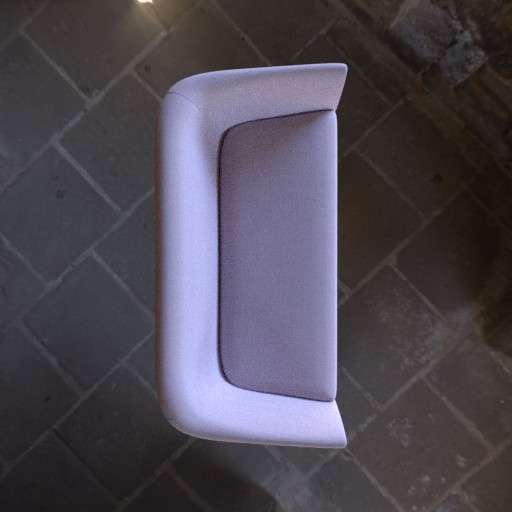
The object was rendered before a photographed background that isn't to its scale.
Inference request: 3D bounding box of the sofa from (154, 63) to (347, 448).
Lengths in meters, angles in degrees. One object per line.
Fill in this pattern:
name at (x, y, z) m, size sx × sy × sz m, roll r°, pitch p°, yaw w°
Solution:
sofa at (0.000, 0.000, 1.885) m, size 0.705 × 0.721 × 1.452 m, roll 0°, pitch 90°, yaw 1°
